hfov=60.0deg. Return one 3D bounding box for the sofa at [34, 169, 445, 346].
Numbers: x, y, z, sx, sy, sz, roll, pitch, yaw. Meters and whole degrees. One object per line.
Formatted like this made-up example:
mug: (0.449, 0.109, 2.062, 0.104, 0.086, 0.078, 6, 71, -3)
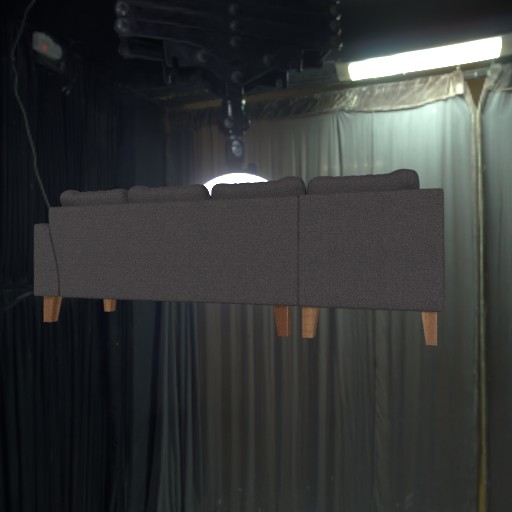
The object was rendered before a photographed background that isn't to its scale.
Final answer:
sofa: (0.000, 0.000, 3.527, 2.679, 0.932, 1.829, 0, 0, 19)
